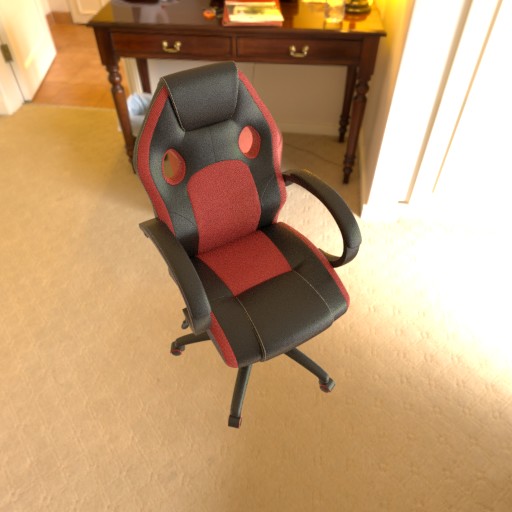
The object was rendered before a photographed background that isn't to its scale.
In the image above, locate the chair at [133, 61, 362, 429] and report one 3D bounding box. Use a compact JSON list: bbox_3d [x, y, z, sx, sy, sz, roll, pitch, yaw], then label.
[{"bbox_3d":[0.000,0.000,1.687,0.750,1.189,0.783,-23,50,-21],"label":"chair"}]
